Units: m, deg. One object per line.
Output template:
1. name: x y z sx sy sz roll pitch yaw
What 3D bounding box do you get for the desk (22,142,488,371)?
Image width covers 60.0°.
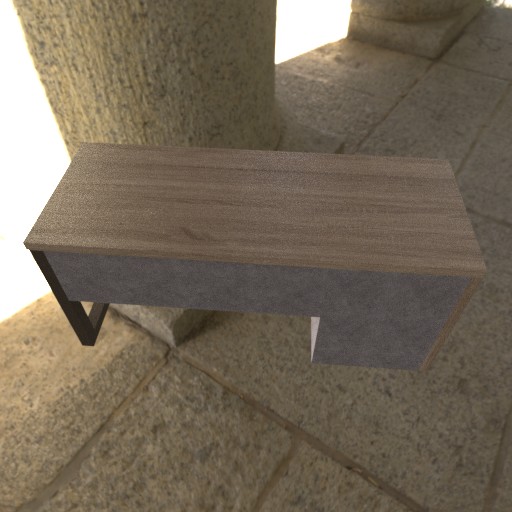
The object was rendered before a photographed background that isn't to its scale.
1. desk: 0.000 0.000 2.127 1.700 0.760 0.690 3 48 3
